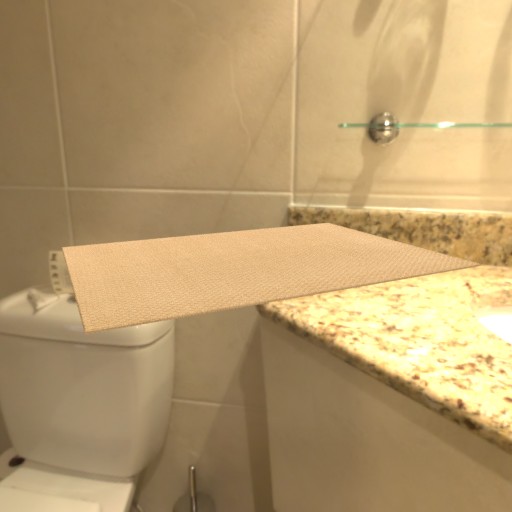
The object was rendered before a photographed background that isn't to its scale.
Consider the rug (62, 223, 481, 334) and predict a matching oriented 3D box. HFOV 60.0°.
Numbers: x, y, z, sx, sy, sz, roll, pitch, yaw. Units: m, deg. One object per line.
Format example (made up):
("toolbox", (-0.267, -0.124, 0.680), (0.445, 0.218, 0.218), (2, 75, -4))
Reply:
("rug", (0.000, 0.000, 2.752), (2.144, 0.013, 1.509), (-7, 16, -25))
